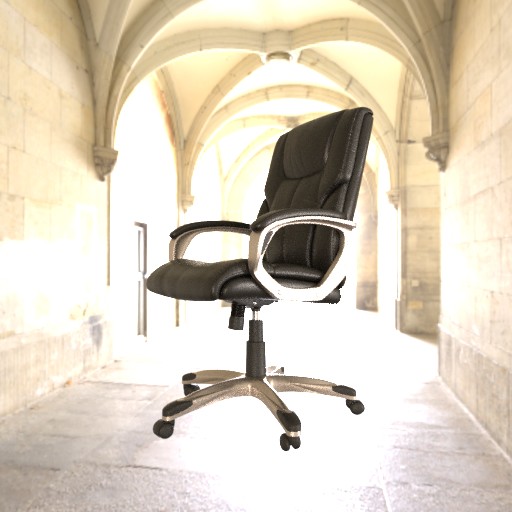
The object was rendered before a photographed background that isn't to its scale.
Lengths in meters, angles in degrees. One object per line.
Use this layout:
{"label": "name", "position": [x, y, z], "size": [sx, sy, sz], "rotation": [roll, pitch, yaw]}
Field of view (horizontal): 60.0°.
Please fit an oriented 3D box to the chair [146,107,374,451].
{"label": "chair", "position": [0.000, 0.000, 1.618], "size": [0.780, 1.145, 0.700], "rotation": [0, -1, -36]}
